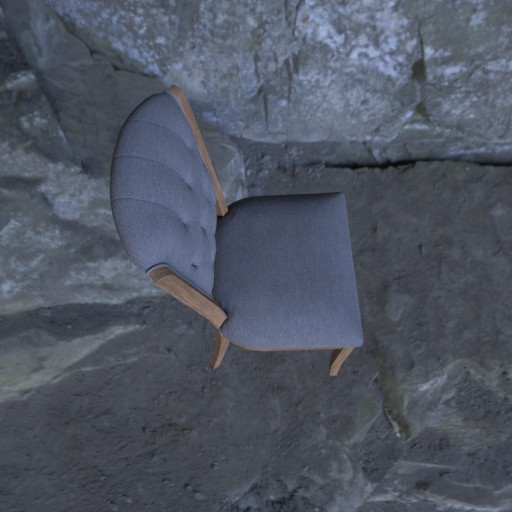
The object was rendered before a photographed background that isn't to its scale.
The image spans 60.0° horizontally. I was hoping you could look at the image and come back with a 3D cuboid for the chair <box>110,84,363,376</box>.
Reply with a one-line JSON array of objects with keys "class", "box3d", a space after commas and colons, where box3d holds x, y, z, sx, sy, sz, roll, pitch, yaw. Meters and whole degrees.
[{"class": "chair", "box3d": [0.000, 0.000, 1.279, 0.584, 0.905, 0.513, -1, 63, 0]}]
